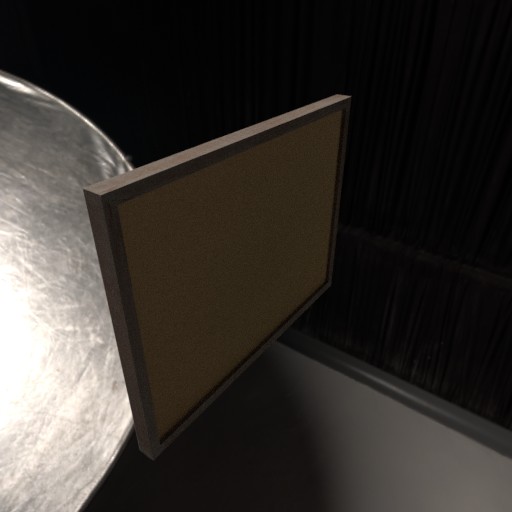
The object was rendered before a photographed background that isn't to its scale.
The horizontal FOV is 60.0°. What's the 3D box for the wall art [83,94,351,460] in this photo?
[{"bbox_3d":[0.000,0.000,1.765,0.070,1.009,1.320,21,37,30],"label":"wall art"}]
